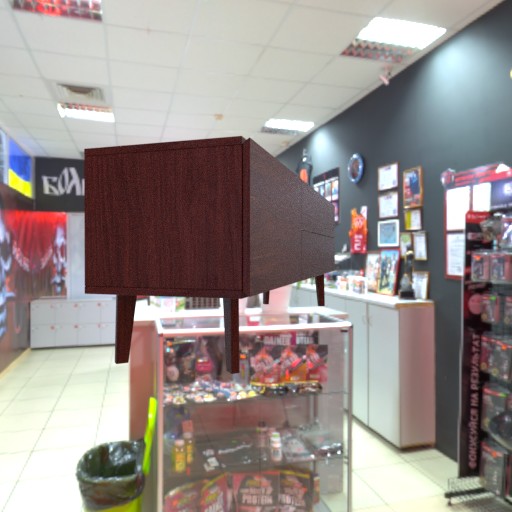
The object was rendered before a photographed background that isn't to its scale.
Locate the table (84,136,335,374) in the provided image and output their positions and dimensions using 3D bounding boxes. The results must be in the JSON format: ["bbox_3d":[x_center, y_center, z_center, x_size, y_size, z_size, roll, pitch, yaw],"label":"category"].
[{"bbox_3d":[0.000,0.000,1.639,0.405,0.508,1.397,0,0,17],"label":"table"}]
